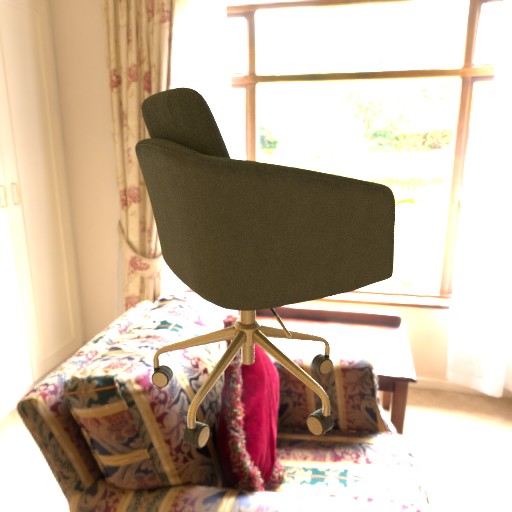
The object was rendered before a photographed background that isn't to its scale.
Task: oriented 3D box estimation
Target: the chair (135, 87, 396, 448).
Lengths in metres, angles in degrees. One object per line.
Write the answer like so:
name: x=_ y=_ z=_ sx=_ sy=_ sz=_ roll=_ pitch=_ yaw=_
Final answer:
chair: x=0.000 y=0.000 z=1.348 sx=0.635 sy=0.908 sz=0.641 roll=-7 pitch=16 yaw=-26
